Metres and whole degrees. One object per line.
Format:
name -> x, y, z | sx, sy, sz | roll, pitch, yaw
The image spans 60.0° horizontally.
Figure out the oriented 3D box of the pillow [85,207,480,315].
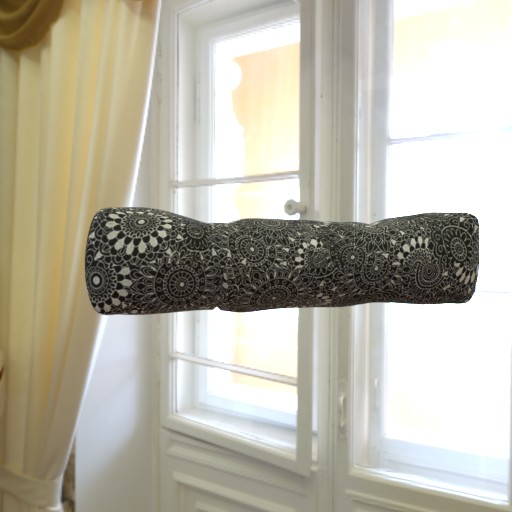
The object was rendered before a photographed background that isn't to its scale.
pillow -> 0.000, 0.000, 0.709 | 0.490, 0.128, 0.468 | -1, 2, -17
